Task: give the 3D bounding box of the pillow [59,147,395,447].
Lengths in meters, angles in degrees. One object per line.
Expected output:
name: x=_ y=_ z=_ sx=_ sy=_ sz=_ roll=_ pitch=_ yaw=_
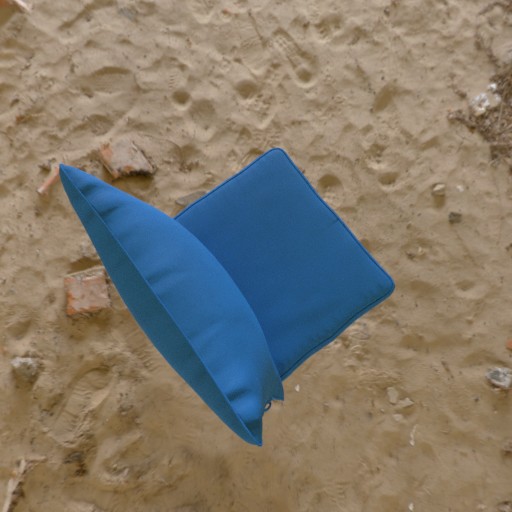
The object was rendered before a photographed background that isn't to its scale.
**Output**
pillow: x=0.000 y=0.000 z=1.328 sx=0.733 sy=0.725 sz=0.798 roll=-36 pitch=79 yaw=-8
